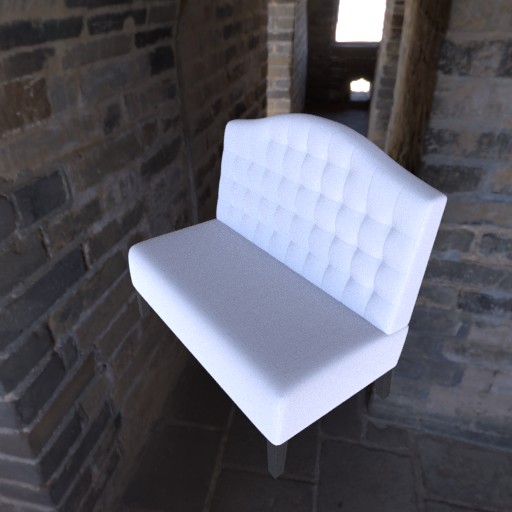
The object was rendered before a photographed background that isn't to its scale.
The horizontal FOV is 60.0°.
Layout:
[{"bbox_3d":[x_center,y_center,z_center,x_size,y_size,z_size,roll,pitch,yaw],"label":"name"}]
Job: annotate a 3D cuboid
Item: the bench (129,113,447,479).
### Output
[{"bbox_3d":[0.000,0.000,2.108,0.815,1.180,1.335,-21,38,-31],"label":"bench"}]
